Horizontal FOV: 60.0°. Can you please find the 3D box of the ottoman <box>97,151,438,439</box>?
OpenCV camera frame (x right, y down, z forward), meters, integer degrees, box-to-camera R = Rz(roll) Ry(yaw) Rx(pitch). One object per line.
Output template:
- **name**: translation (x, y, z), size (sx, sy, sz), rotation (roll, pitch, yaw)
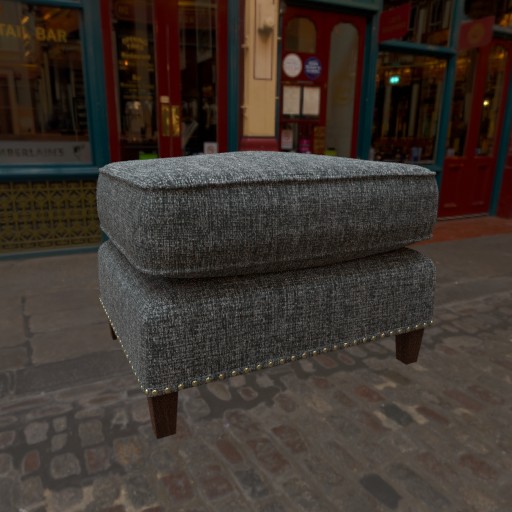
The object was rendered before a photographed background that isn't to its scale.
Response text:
- **ottoman**: translation (0.000, 0.000, 1.164), size (0.738, 0.537, 0.589), rotation (-7, 16, -26)
